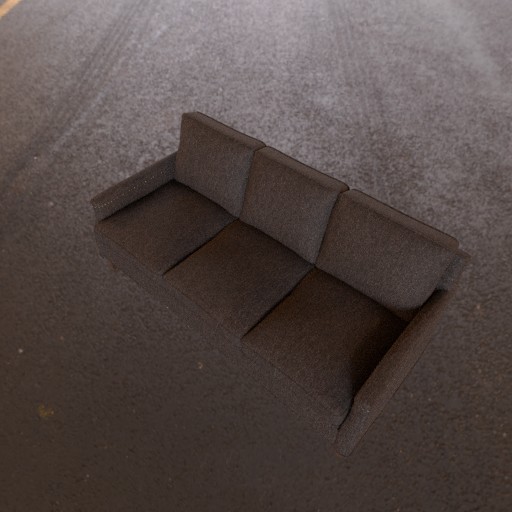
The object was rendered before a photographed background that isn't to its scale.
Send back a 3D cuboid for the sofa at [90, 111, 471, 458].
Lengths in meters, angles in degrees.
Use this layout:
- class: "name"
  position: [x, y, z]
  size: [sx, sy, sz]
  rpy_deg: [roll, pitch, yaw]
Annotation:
- class: "sofa"
  position: [0.000, 0.000, 2.852]
  size: [2.246, 1.003, 1.084]
  rpy_deg: [33, 55, 27]
